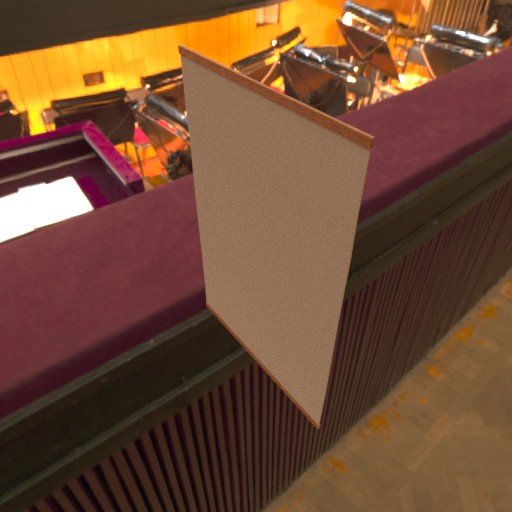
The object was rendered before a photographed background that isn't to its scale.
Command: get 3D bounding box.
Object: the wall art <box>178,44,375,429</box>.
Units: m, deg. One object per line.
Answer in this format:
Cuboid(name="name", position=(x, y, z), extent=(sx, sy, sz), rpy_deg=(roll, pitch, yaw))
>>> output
Cuboid(name="wall art", position=(0.000, 0.000, 1.960), extent=(0.019, 1.527, 1.019), rpy_deg=(-26, 48, -27))
